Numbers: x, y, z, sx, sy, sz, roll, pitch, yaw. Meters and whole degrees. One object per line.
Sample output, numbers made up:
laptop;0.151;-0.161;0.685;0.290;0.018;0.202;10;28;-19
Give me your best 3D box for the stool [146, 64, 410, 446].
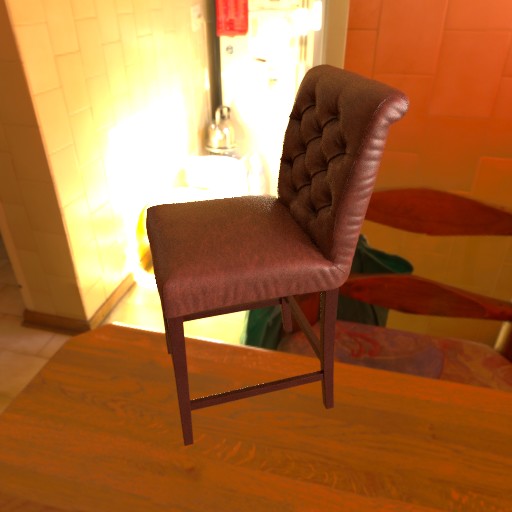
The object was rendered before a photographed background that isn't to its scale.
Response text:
stool;0.000;0.000;1.438;0.660;1.084;0.486;-9;33;-14
